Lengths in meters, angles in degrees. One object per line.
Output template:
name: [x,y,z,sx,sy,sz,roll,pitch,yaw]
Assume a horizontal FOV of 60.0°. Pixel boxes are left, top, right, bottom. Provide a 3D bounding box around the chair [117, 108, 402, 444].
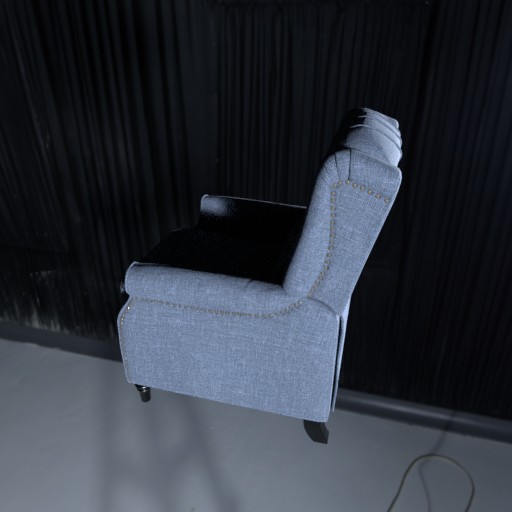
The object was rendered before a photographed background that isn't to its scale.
chair: [0.000,0.000,1.631,0.898,1.035,0.742,7,29,13]
